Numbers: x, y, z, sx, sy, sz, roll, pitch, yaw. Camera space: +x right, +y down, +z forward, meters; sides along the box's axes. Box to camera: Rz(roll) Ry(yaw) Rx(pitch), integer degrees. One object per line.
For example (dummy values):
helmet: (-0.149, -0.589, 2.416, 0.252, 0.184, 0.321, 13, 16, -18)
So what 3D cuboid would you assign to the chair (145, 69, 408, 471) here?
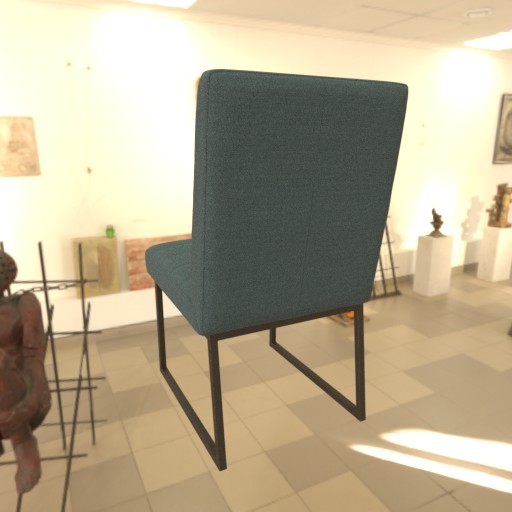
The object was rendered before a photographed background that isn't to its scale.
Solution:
chair: (0.000, 0.000, 1.301, 0.520, 0.930, 0.634, -7, 16, -26)
